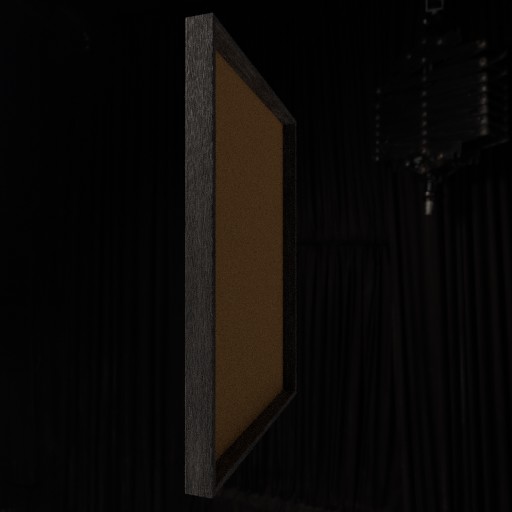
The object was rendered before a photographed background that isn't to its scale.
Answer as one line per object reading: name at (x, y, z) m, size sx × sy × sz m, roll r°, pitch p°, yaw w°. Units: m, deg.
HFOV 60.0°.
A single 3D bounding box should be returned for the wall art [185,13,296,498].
wall art at (0.000, 0.000, 1.298) m, size 0.063 × 1.016 × 0.762 m, roll 0°, pitch 0°, yaw 18°
